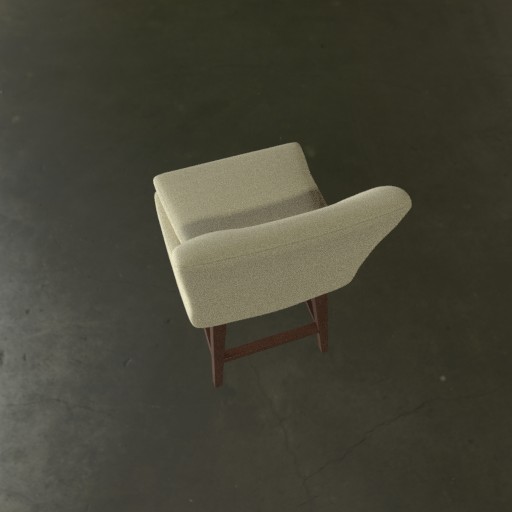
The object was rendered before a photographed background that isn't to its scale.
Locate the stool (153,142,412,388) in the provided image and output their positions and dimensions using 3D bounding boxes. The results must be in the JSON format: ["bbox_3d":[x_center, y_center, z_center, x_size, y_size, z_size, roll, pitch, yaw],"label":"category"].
[{"bbox_3d":[0.000,0.000,1.295,0.483,0.991,0.559,-16,60,-9],"label":"stool"}]
